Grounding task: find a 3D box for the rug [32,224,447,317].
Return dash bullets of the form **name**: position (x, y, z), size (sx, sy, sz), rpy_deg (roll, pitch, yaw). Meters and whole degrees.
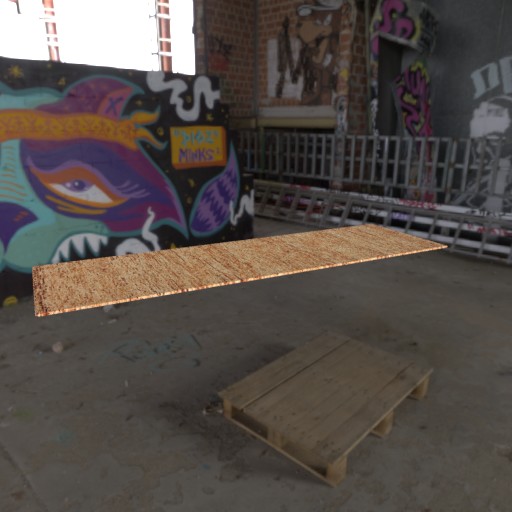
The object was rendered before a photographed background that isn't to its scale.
- **rug**: position (0.000, 0.000, 2.473), size (2.237, 0.014, 0.680), rpy_deg (-8, 18, -25)
